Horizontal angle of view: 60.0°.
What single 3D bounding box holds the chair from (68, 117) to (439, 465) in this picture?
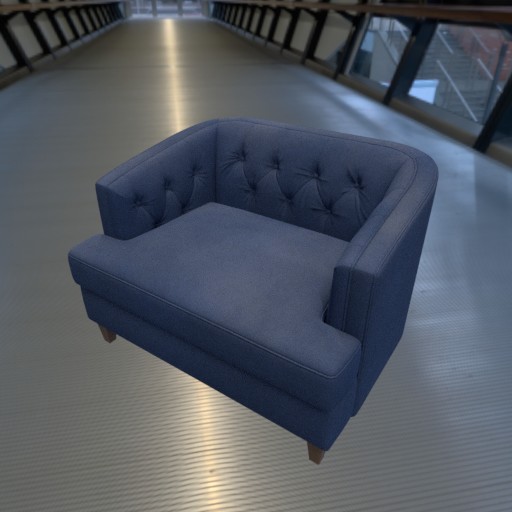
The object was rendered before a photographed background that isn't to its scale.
[{"bbox_3d":[0.000,0.000,1.710,1.118,0.787,0.914,20,36,29],"label":"chair"}]
